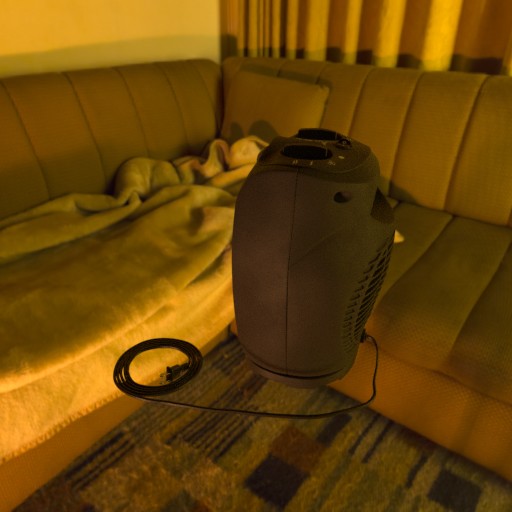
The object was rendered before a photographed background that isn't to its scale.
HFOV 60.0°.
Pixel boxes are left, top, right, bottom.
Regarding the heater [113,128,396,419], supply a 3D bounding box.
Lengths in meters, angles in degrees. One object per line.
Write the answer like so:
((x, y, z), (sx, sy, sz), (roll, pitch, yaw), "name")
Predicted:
((0.000, 0.000, 0.481), (0.291, 0.255, 0.239), (8, 30, 15), "heater")
